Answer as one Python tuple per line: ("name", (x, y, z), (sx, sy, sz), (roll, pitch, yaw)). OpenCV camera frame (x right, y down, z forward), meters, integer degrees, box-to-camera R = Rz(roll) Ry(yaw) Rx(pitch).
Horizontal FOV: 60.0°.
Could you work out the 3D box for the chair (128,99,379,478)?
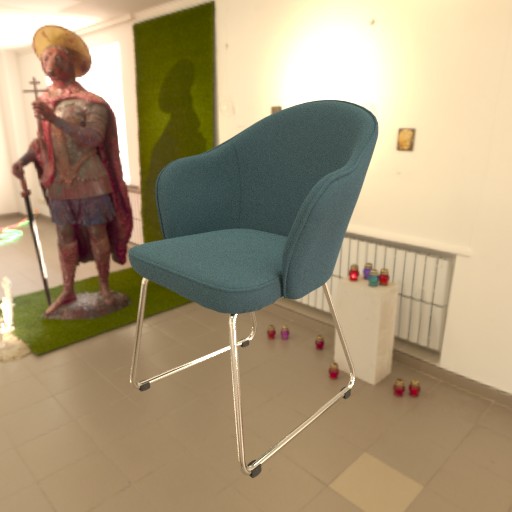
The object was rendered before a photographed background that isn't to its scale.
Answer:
("chair", (0.000, 0.000, 1.199), (0.570, 0.815, 0.585), (16, 23, 43))
